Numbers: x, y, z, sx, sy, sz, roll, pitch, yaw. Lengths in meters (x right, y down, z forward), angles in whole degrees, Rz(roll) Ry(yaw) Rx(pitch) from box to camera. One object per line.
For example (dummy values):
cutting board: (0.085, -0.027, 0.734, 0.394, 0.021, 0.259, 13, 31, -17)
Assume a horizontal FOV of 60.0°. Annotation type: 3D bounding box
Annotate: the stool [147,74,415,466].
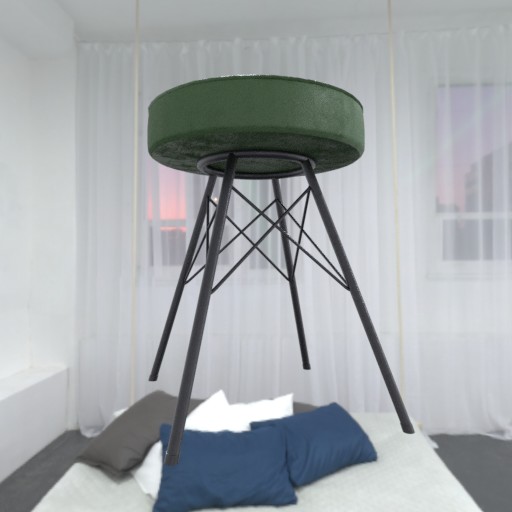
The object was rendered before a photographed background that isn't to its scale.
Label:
stool: (0.000, 0.000, 0.901, 0.430, 0.595, 0.457, 0, 0, -17)
